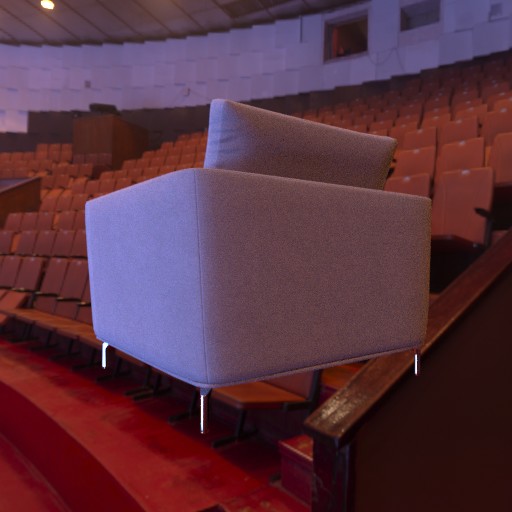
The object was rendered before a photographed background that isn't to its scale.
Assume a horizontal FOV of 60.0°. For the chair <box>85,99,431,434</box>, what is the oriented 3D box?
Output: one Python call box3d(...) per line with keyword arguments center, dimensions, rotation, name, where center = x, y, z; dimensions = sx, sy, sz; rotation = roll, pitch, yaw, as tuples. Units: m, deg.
box3d(center=(0.000, 0.000, 1.658), dimensions=(1.041, 0.864, 0.889), rotation=(0, 0, -36), name="chair")
